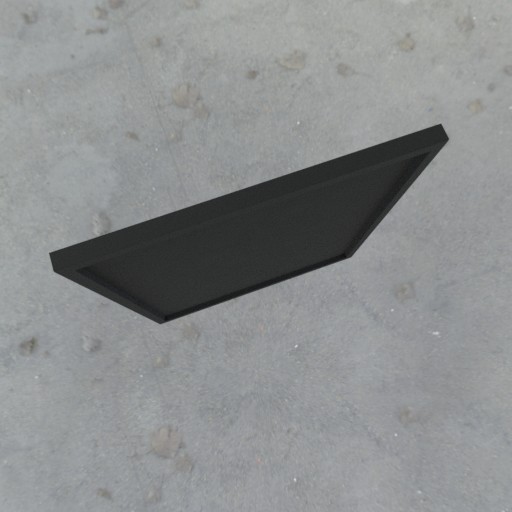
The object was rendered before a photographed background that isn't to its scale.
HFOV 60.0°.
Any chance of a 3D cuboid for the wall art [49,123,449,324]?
[{"bbox_3d":[0.000,0.000,0.703,0.432,0.508,0.021,-19,76,-5],"label":"wall art"}]
